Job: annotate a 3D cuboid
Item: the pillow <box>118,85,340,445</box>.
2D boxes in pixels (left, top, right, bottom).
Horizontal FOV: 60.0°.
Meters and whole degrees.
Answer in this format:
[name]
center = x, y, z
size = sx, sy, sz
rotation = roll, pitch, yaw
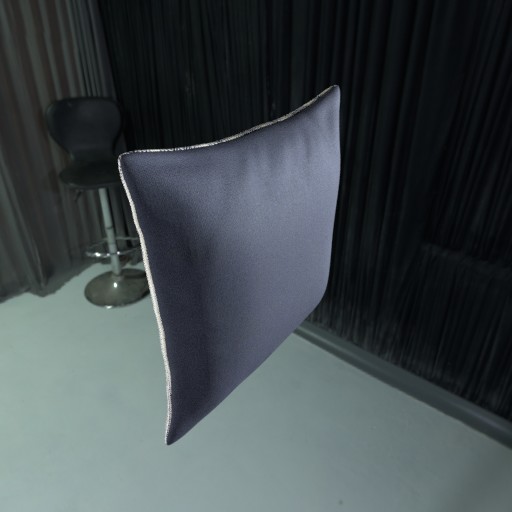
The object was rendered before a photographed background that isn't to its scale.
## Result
[pillow]
center = 0.000, 0.000, 0.792
size = 0.166, 0.508, 0.520
rotation = 20, 36, 30
